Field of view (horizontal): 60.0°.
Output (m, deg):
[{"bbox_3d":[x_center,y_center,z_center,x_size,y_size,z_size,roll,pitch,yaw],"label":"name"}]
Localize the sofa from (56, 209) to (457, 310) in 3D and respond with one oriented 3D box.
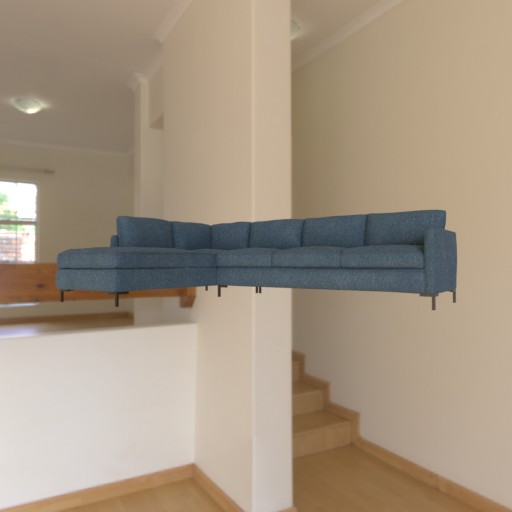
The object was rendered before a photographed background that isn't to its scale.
[{"bbox_3d":[0.000,0.000,3.881,2.949,0.815,2.007,-1,-1,35],"label":"sofa"}]
